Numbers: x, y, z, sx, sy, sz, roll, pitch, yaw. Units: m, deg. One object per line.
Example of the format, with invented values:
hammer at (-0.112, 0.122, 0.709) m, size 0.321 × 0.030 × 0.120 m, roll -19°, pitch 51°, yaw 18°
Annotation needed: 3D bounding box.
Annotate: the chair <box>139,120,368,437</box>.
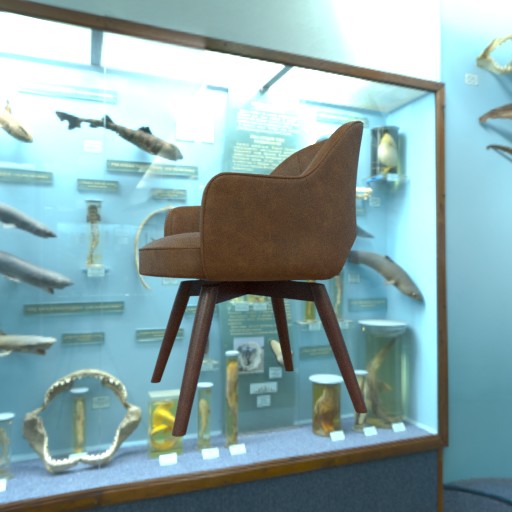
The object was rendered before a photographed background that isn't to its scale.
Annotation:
chair at (0.000, 0.000, 1.250) m, size 0.640 × 0.777 × 0.591 m, roll 0°, pitch -1°, yaw -19°
